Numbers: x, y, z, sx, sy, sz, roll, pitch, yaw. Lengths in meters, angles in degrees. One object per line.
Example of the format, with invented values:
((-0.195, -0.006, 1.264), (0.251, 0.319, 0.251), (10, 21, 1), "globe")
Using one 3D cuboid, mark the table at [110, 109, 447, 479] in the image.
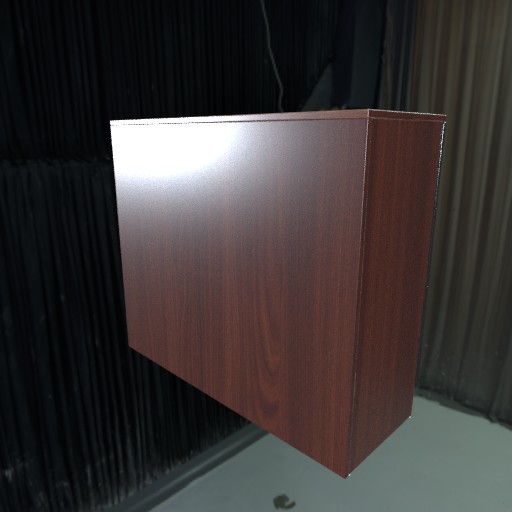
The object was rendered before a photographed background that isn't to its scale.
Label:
((0.000, 0.000, 1.333), (0.930, 0.790, 0.380), (14, 21, 42), "table")
